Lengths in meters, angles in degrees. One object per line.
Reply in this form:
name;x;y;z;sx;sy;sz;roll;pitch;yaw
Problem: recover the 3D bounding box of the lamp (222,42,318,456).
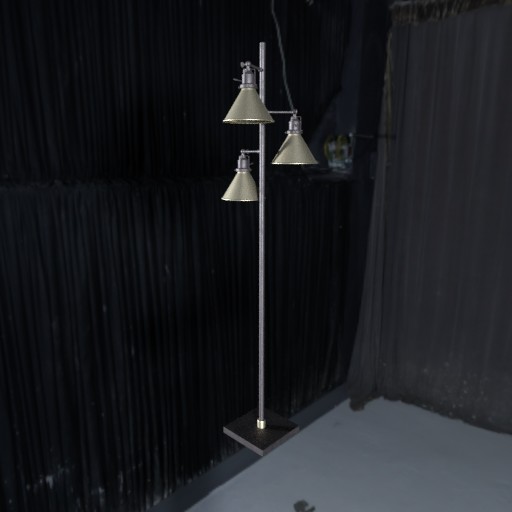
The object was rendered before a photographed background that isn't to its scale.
lamp;0.000;0.000;1.931;0.415;1.716;0.428;12;17;42
